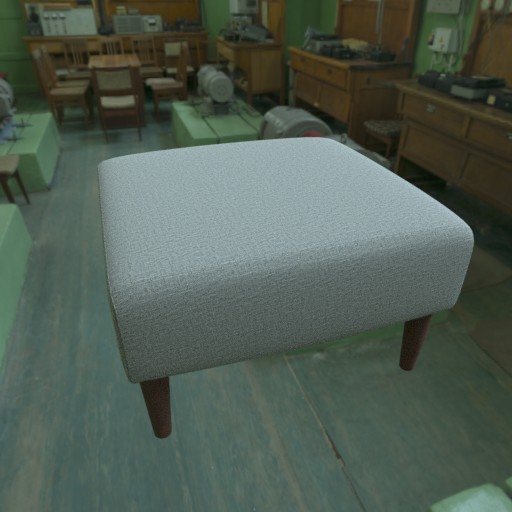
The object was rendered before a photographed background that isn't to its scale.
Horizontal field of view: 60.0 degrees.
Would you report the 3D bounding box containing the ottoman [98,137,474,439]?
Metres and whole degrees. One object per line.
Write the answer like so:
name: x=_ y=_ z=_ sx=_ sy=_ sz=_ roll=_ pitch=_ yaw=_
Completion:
ottoman: x=0.000 y=0.000 z=1.042 sx=0.650 sy=0.398 sz=0.649 roll=-10 pitch=33 yaw=-16
